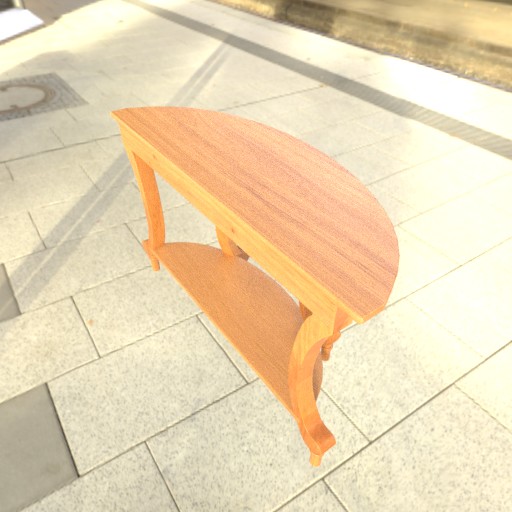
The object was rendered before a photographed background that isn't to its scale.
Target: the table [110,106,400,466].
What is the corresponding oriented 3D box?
[{"bbox_3d":[0.000,0.000,1.475,0.394,0.692,1.198,-24,45,-27],"label":"table"}]
